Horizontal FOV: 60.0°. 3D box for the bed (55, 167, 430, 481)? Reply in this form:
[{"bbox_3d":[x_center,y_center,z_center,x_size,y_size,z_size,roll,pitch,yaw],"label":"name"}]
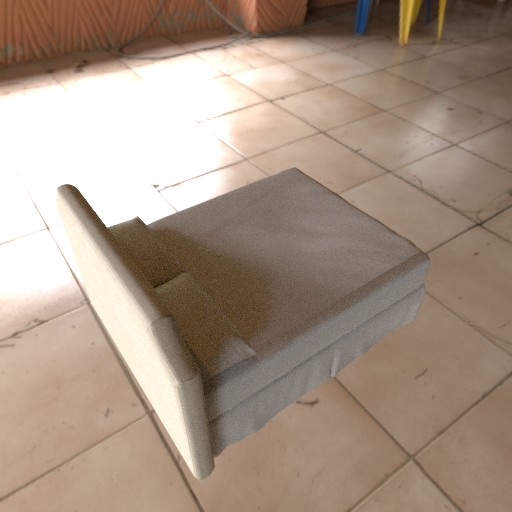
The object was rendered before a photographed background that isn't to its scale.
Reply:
[{"bbox_3d":[0.000,0.000,3.275,2.164,1.297,1.828,-26,48,-26],"label":"bed"}]
